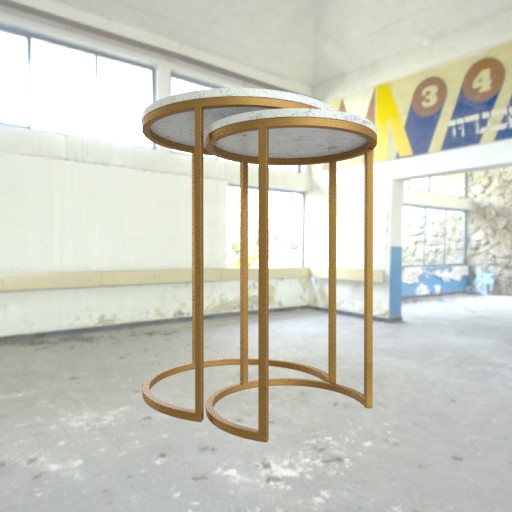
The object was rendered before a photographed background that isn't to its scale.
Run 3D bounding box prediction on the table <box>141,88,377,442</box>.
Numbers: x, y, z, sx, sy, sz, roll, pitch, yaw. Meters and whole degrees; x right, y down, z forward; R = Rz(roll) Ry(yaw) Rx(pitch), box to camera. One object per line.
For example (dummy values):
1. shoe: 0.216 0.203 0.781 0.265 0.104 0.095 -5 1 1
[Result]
1. table: 0.000 0.000 0.881 0.400 0.550 0.507 0 1 -36
